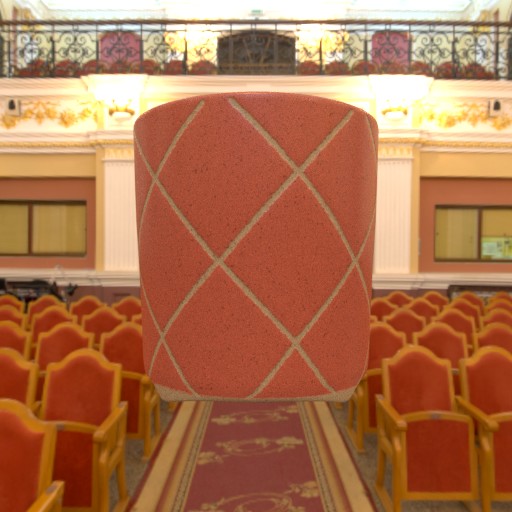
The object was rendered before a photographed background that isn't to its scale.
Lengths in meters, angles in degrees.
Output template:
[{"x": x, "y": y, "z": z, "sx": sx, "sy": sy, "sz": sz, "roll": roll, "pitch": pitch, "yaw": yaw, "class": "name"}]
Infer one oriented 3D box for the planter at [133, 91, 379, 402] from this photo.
[{"x": 0.000, "y": 0.000, "z": 0.426, "sx": 0.227, "sy": 0.235, "sz": 0.227, "roll": 0, "pitch": 0, "yaw": 0, "class": "planter"}]
